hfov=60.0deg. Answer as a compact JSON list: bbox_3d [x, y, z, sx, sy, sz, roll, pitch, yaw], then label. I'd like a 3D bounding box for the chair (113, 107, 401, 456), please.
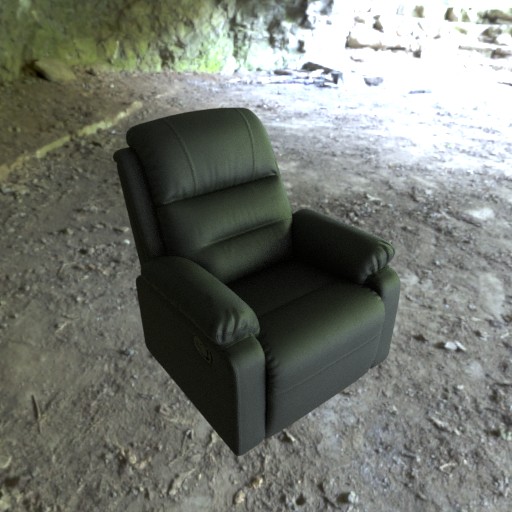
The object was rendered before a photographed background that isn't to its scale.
[{"bbox_3d":[0.000,0.000,1.743,0.855,0.992,0.919,-21,36,-32],"label":"chair"}]
